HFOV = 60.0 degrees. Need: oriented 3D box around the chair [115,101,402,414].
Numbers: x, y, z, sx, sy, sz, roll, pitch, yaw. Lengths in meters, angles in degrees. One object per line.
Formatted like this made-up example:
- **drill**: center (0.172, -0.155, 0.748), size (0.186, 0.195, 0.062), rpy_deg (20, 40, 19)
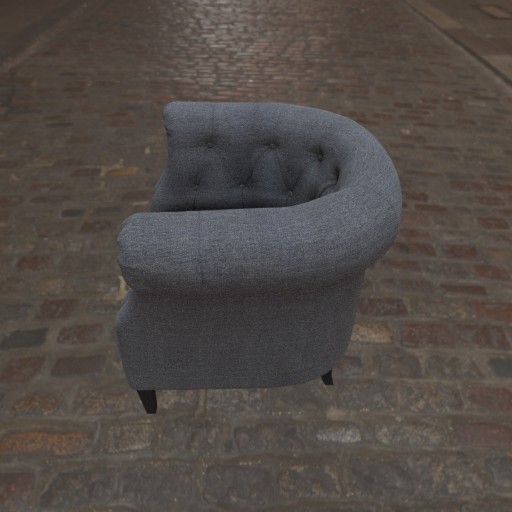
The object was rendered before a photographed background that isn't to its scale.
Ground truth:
- **chair**: center (0.000, 0.000, 1.564), size (0.852, 0.827, 0.905), rpy_deg (-1, 40, -1)
